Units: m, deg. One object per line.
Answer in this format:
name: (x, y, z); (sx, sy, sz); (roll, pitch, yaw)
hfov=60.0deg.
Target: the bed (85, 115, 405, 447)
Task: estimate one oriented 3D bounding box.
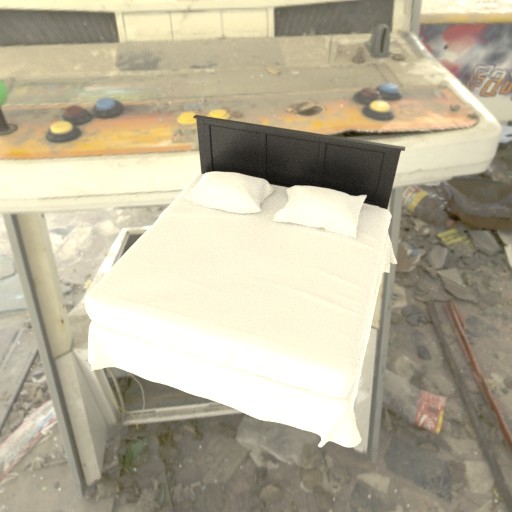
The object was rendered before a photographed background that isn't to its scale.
bed: (0.000, 0.000, 3.692); (2.315, 1.271, 2.219); (13, 42, 15)
